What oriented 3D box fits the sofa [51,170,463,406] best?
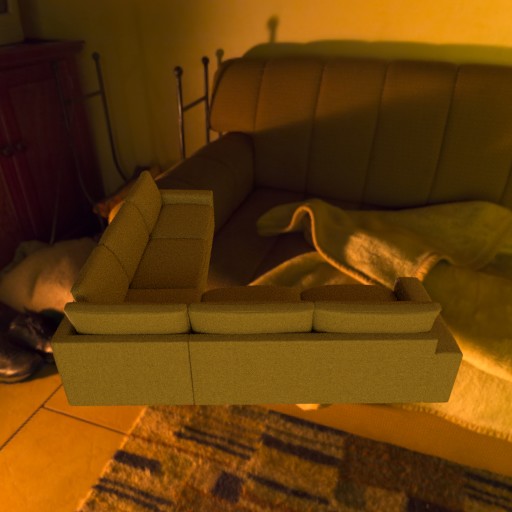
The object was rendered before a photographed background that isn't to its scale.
[{"bbox_3d":[0.000,0.000,4.029,2.622,0.800,2.742,0,31,-1],"label":"sofa"}]
